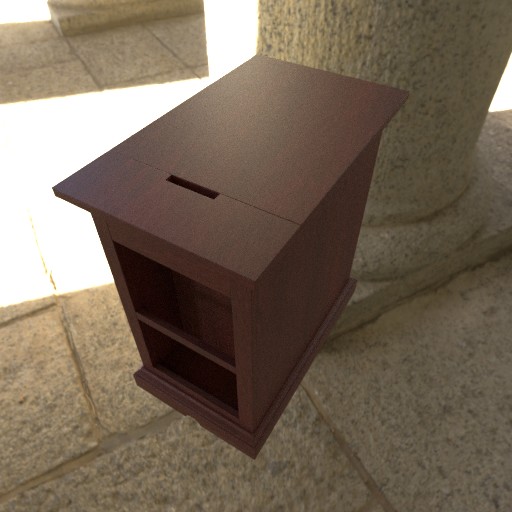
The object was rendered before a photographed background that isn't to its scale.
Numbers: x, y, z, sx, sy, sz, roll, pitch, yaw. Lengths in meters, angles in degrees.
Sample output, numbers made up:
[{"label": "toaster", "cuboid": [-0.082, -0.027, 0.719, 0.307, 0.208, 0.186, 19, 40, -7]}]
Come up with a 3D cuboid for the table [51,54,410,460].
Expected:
[{"label": "table", "cuboid": [0.000, 0.000, 0.986, 0.356, 0.612, 0.584, 24, 50, 21]}]
